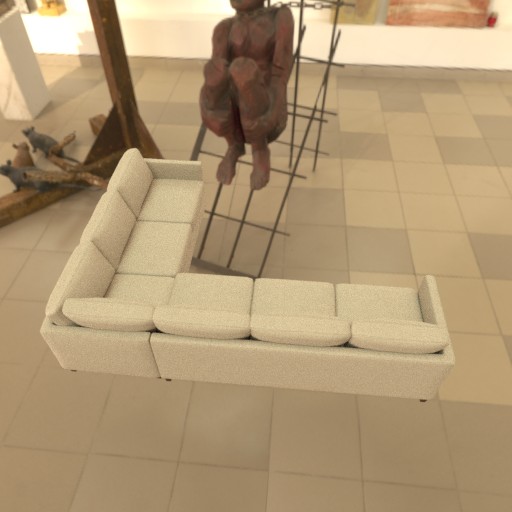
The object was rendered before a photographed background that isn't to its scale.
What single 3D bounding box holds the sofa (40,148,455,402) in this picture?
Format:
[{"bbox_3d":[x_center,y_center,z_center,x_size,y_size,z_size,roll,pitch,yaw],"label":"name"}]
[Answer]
[{"bbox_3d":[0.000,0.000,4.487,3.333,0.934,2.522,4,47,3],"label":"sofa"}]
